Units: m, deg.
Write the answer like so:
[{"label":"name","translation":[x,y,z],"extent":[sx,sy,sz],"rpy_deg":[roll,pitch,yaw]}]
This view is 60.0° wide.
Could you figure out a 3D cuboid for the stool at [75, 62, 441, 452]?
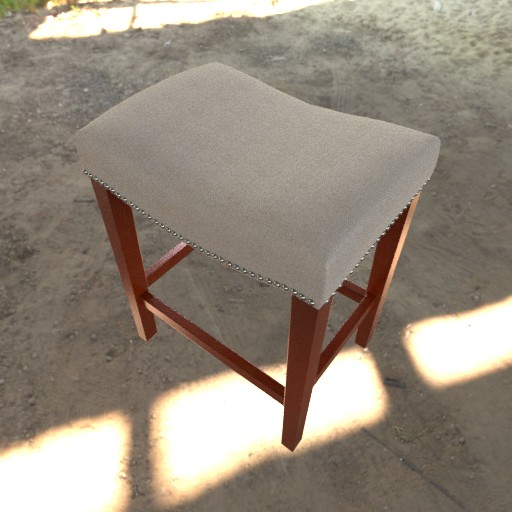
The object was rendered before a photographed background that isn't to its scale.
[{"label":"stool","translation":[0.000,0.000,0.942],"extent":[0.509,0.632,0.375],"rpy_deg":[29,53,25]}]
